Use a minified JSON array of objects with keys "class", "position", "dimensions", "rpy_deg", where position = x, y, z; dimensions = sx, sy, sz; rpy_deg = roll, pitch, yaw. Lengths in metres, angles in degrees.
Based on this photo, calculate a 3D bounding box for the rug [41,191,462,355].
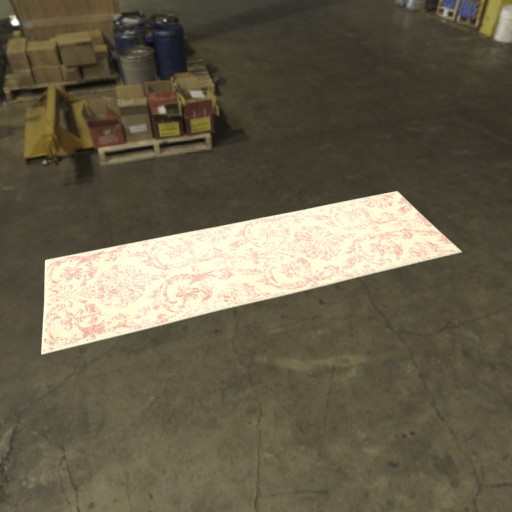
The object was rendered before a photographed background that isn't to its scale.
[{"class":"rug","position":[0.000,0.000,2.436],"dimensions":[2.196,0.011,0.662],"rpy_deg":[-12,42,-14]}]
